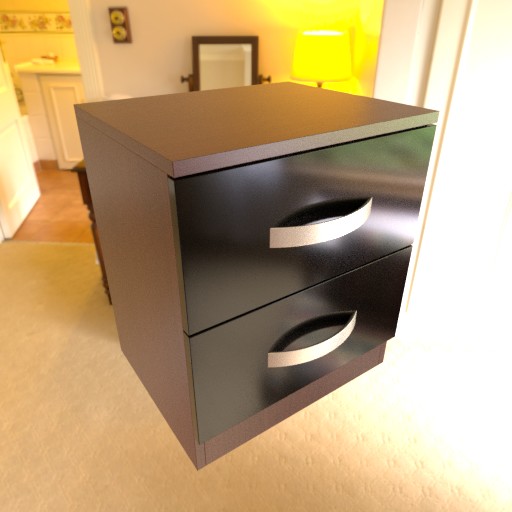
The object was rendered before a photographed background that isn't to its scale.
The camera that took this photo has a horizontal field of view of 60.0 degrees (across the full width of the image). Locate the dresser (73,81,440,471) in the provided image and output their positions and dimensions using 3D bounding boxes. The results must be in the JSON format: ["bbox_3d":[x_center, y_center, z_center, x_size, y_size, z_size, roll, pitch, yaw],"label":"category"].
[{"bbox_3d":[0.000,0.000,0.733,0.400,0.470,0.360,-19,34,-30],"label":"dresser"}]
